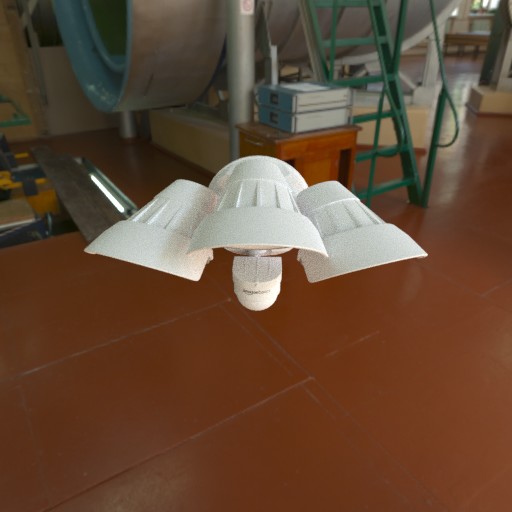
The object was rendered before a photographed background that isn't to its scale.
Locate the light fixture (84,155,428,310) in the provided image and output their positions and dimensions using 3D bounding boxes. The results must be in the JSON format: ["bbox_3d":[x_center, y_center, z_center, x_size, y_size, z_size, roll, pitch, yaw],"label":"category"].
[{"bbox_3d":[0.000,0.000,0.544,0.369,0.237,0.278,1,29,1],"label":"light fixture"}]
